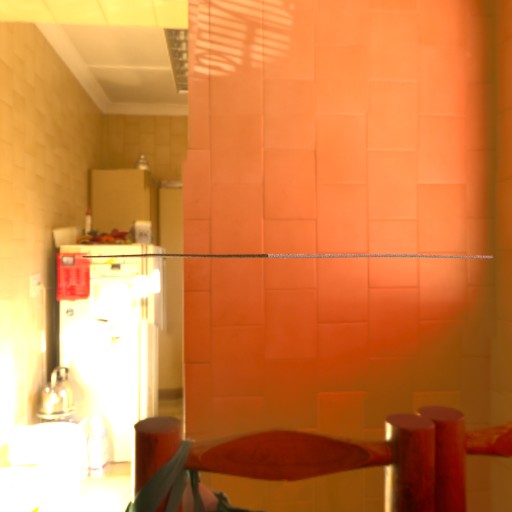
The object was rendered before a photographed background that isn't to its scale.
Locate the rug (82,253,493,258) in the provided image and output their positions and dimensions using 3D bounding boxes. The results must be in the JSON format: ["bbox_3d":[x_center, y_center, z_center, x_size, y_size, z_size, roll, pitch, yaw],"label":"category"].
[{"bbox_3d":[0.000,0.000,2.946,1.616,0.030,2.338,0,0,-36],"label":"rug"}]
